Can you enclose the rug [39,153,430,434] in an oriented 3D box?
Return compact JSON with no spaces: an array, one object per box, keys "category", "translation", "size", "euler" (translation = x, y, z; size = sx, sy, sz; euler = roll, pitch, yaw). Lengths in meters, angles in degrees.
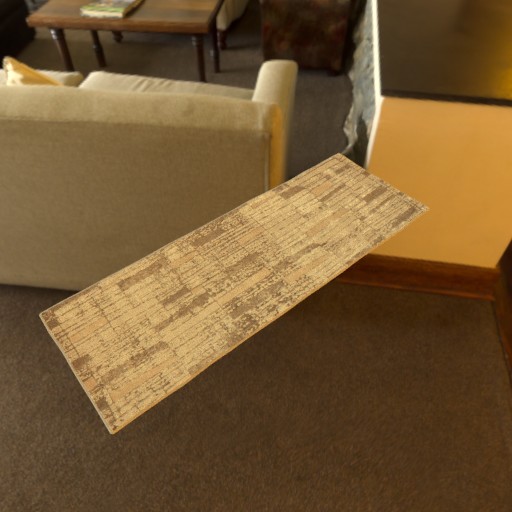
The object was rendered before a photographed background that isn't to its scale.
[{"category":"rug","translation":[0.000,0.000,2.710],"size":[2.383,0.018,0.857],"euler":[-31,55,-26]}]
